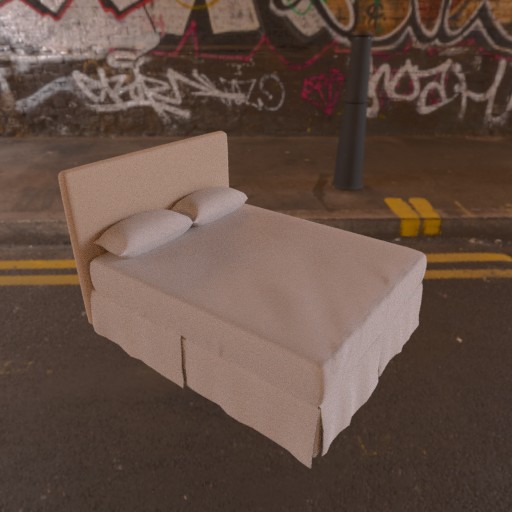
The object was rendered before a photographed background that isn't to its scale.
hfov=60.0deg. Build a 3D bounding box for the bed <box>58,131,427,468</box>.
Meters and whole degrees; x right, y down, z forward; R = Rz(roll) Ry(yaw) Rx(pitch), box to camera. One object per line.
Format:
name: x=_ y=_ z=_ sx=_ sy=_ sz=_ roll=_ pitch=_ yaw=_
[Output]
bed: x=0.000 y=0.000 z=3.304 sx=2.142 sy=1.330 sz=1.748 roll=19 pitch=33 yaw=32
